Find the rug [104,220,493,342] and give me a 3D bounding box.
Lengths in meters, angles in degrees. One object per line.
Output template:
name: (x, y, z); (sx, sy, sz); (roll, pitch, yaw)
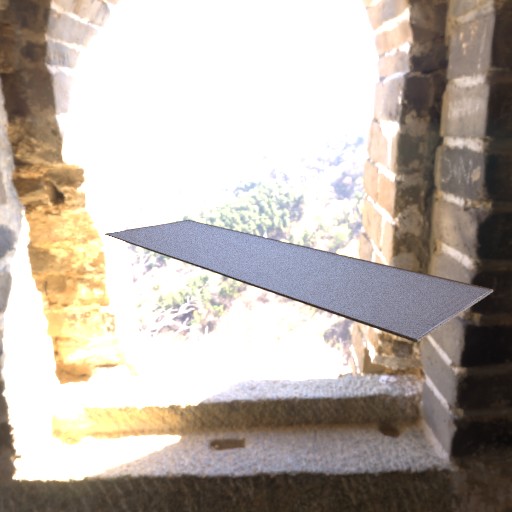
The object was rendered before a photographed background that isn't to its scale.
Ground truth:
rug: (0.000, 0.000, 2.694); (0.775, 0.012, 2.452); (-15, 21, -42)
